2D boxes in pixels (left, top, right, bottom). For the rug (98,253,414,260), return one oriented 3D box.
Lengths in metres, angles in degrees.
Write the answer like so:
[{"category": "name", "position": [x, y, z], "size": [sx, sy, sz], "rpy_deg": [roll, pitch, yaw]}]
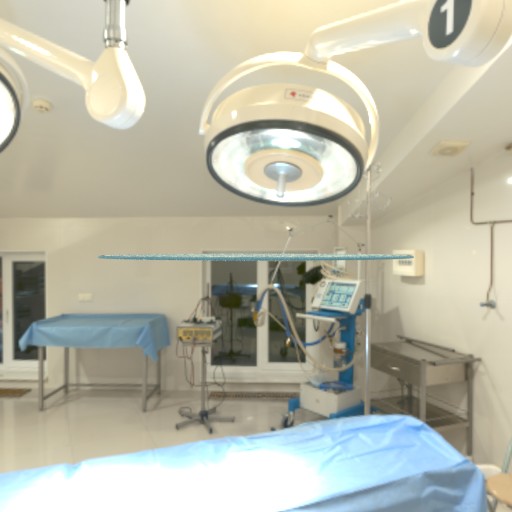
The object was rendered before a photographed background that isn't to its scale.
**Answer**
[{"category": "rug", "position": [0.000, 0.000, 2.371], "size": [1.593, 0.012, 1.593], "rpy_deg": [0, 1, 0]}]
